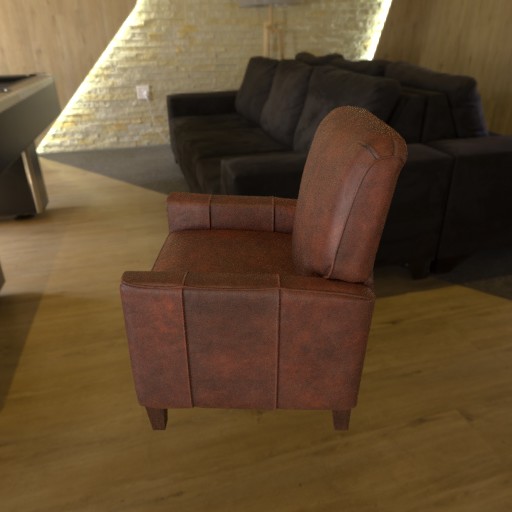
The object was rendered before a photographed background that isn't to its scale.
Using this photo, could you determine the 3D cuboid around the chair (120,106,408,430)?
[{"bbox_3d":[0.000,0.000,1.696,0.836,1.043,0.843,0,27,1],"label":"chair"}]
